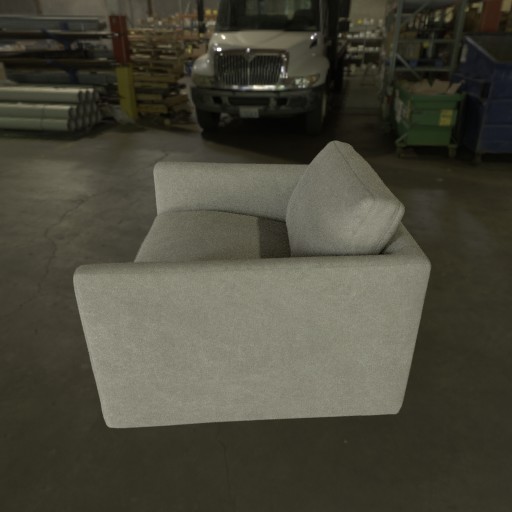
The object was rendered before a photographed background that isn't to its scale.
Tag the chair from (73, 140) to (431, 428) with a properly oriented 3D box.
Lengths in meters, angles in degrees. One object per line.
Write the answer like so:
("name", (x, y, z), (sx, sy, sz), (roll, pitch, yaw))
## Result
("chair", (0.000, 0.000, 1.887), (1.091, 0.845, 1.190), (0, 27, 0))
